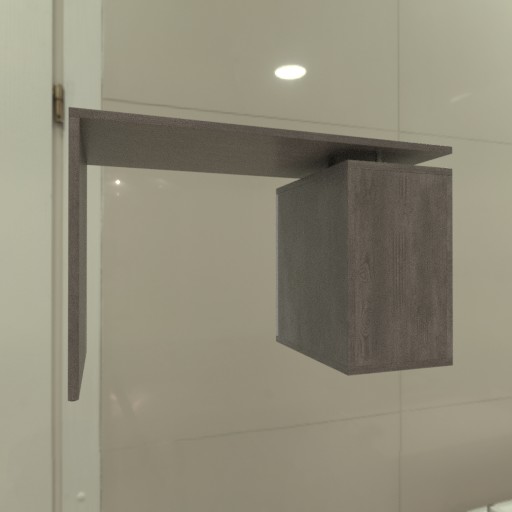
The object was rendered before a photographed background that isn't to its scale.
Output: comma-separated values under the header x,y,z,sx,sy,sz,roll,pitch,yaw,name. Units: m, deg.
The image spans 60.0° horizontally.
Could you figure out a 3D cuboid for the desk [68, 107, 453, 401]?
x,y,z,sx,sy,sz,roll,pitch,yaw,name
0.000,0.000,1.586,1.200,0.740,0.600,0,0,-19,desk
